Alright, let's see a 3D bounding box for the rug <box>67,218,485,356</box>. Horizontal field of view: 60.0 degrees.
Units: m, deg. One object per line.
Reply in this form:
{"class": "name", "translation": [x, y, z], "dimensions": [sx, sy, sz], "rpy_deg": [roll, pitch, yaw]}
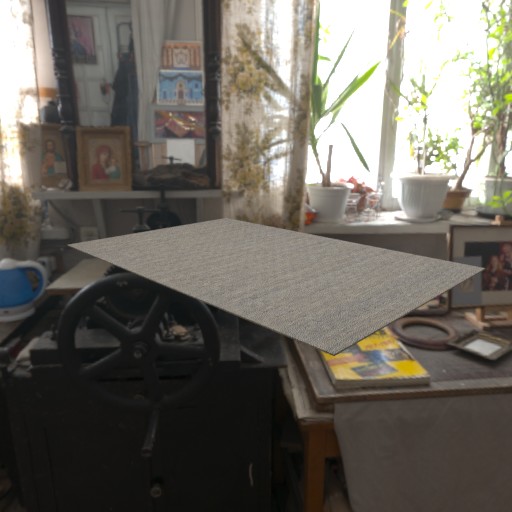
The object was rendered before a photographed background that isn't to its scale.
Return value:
{"class": "rug", "translation": [0.000, 0.000, 2.188], "dimensions": [1.142, 0.006, 1.752], "rpy_deg": [-15, 21, -43]}
